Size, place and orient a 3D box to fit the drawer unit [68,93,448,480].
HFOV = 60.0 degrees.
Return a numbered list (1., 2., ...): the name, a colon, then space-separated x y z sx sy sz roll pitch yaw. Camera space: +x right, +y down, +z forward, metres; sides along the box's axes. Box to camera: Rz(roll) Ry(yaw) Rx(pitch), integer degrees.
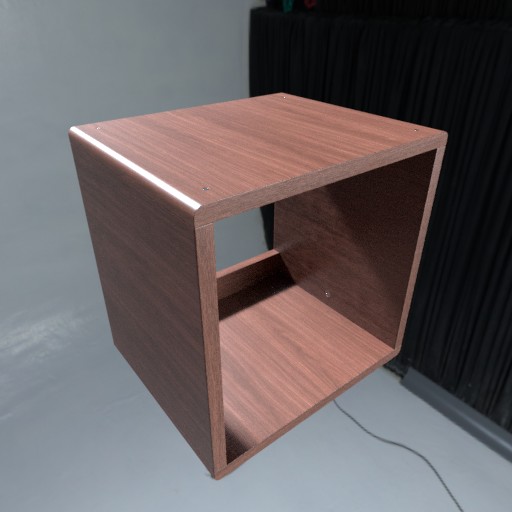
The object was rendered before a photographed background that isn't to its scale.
1. drawer unit: 0.000 0.000 0.616 0.349 0.351 0.290 -22 37 -32
